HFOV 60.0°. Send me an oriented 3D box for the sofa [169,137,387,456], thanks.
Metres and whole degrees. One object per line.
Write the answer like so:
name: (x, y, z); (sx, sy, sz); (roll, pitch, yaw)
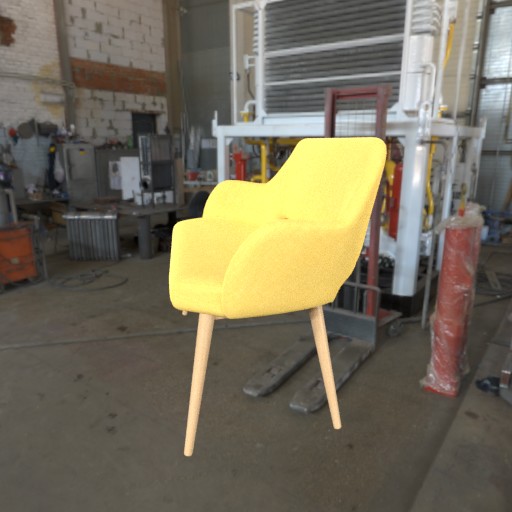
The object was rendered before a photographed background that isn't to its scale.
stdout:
sofa: (0.000, 0.000, 1.632); (0.610, 0.840, 1.150); (-2, 15, -9)
